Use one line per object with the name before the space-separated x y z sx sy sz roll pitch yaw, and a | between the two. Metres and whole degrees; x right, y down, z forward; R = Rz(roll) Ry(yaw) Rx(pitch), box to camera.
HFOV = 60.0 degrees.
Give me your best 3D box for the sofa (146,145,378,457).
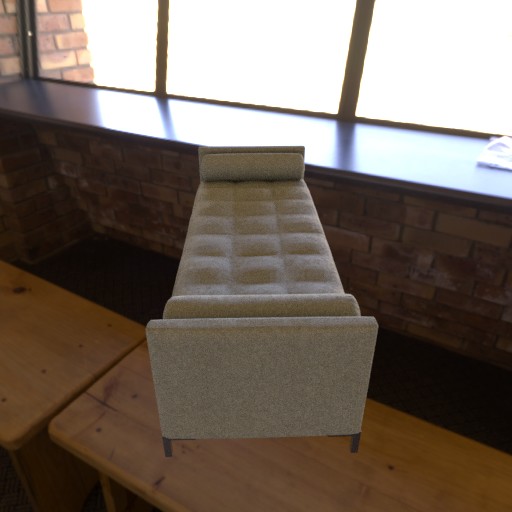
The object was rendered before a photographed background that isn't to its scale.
sofa | 0.000 0.000 2.504 0.797 0.657 2.102 -1 30 -1
